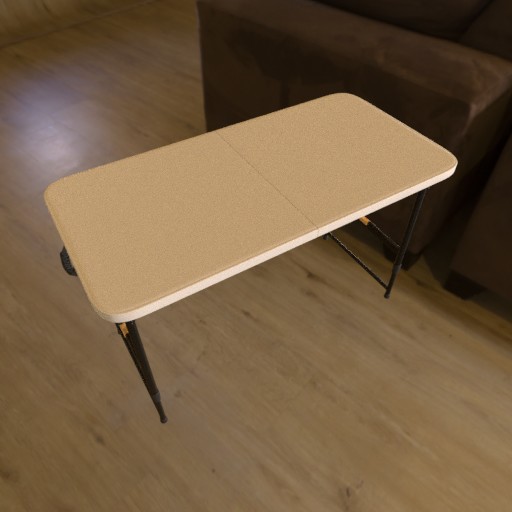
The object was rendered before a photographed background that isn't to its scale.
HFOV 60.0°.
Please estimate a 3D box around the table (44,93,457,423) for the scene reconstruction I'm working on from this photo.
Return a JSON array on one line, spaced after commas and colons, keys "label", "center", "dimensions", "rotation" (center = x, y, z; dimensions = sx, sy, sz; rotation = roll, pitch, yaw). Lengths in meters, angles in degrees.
[{"label": "table", "center": [0.000, 0.000, 1.656], "dimensions": [1.245, 0.737, 0.611], "rotation": [-24, 51, -21]}]
